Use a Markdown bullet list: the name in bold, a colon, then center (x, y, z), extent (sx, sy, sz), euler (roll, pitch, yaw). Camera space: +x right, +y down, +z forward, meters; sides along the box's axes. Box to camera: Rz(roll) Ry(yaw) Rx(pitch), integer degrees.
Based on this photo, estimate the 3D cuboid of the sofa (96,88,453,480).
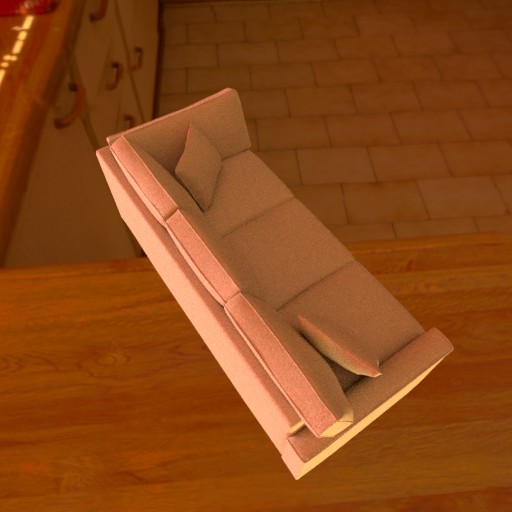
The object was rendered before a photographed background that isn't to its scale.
- **sofa**: center (0.000, 0.000, 2.834), extent (1.061, 0.962, 2.317), euler (-30, 61, -18)
